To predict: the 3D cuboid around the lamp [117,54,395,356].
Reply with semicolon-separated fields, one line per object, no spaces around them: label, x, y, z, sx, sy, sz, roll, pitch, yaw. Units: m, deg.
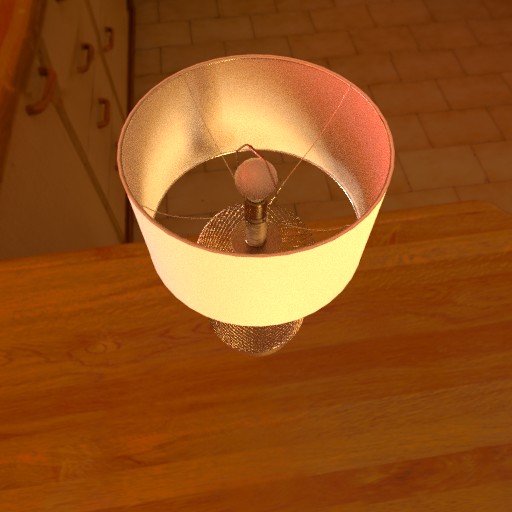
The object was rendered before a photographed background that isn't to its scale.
lamp;0.000;0.000;0.816;0.353;0.578;0.353;0;59;0
